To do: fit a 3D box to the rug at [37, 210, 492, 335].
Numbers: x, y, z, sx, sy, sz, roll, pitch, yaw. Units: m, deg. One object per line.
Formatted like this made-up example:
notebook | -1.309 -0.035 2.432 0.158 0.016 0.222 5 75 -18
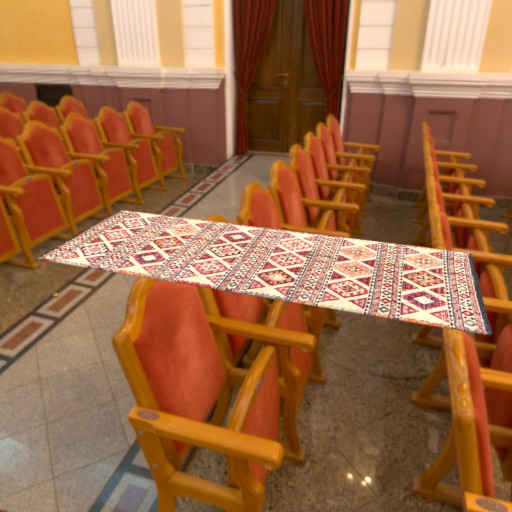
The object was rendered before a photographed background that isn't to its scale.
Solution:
rug | 0.000 0.000 2.542 2.362 0.008 0.832 8 27 16
